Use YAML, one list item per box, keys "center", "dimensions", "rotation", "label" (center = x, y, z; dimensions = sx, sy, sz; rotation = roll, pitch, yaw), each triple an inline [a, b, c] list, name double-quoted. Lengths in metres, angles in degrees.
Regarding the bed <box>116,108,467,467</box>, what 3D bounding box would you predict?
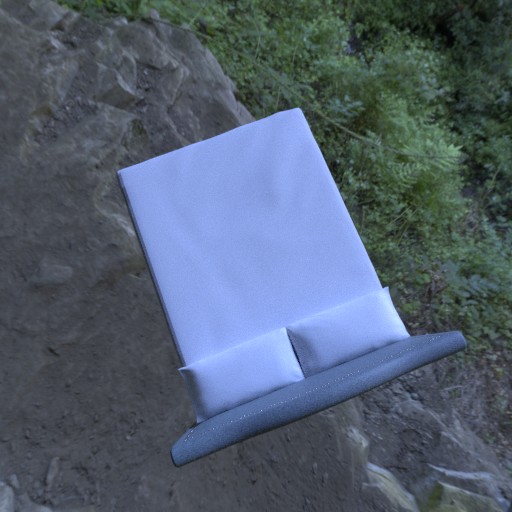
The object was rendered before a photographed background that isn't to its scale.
- center: [0.000, 0.000, 3.251]
  dimensions: [1.753, 1.460, 2.143]
  rotation: [-21, 78, -5]
  label: "bed"
